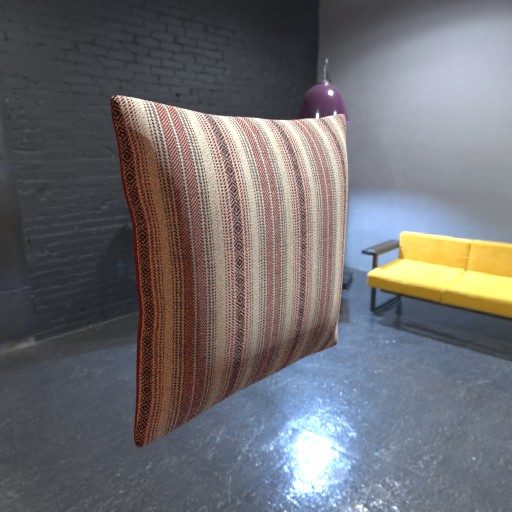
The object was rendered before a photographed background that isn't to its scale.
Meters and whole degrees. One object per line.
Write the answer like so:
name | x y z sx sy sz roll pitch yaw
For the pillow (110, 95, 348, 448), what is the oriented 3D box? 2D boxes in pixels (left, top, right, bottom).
pillow | 0.000 0.000 0.776 0.513 0.497 0.166 -14 20 -43
